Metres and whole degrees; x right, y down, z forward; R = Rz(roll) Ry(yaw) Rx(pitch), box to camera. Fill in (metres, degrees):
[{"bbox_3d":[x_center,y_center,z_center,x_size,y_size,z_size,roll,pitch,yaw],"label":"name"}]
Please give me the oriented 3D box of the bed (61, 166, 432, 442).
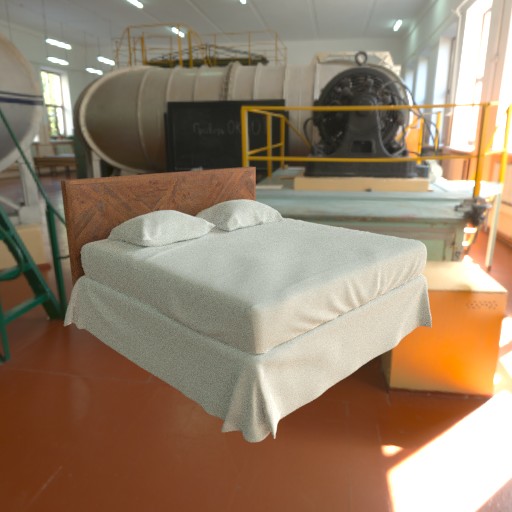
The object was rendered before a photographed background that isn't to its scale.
[{"bbox_3d":[0.000,0.000,3.447,2.165,1.158,2.255,15,21,42],"label":"bed"}]
